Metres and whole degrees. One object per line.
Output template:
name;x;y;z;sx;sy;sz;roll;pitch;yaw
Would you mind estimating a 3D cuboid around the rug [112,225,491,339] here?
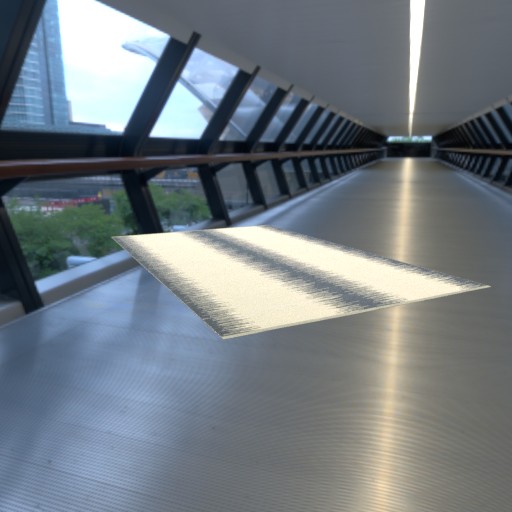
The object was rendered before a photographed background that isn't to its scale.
rug;0.000;0.000;3.042;1.519;0.003;2.453;-6;14;-26
